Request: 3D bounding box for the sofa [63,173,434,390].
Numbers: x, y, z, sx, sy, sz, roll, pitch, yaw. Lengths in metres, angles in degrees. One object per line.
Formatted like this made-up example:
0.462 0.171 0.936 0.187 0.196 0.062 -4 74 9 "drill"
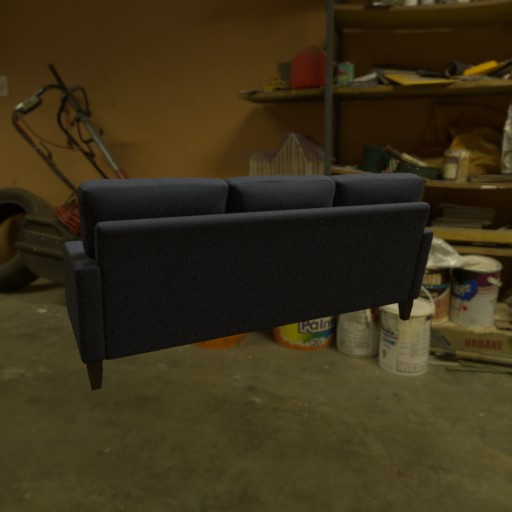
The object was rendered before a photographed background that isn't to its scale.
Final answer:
0.000 0.000 2.693 2.115 0.984 0.888 -6 14 -27 "sofa"
